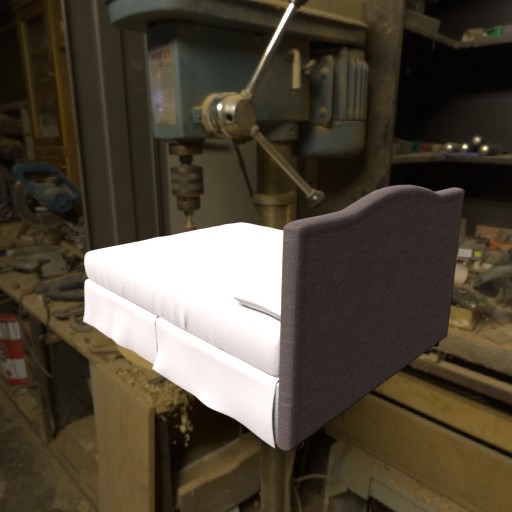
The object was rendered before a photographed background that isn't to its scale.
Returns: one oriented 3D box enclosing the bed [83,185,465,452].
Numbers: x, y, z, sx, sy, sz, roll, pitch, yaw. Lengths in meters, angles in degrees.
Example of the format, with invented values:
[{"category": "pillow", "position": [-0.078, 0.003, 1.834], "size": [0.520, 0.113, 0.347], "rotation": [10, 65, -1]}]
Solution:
[{"category": "bed", "position": [0.000, 0.000, 3.932], "size": [2.161, 1.457, 2.689], "rotation": [-15, 22, -42]}]
